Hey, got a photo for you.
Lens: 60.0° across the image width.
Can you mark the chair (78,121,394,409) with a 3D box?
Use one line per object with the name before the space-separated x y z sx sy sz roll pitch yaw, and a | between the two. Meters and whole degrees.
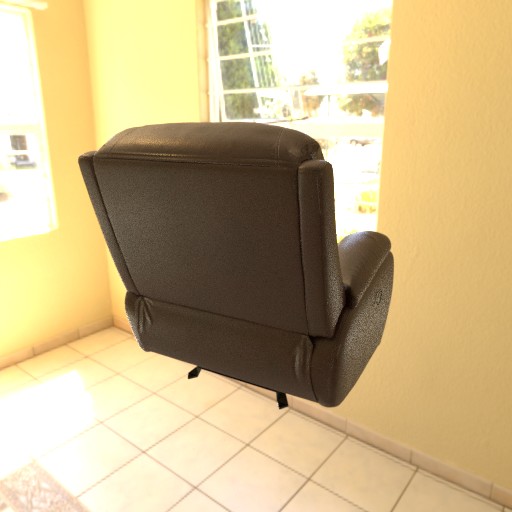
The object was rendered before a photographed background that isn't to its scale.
chair | 0.000 0.000 1.746 0.930 1.011 0.899 9 19 28
